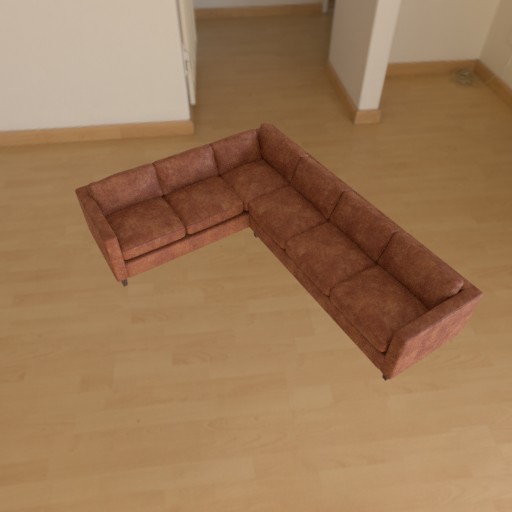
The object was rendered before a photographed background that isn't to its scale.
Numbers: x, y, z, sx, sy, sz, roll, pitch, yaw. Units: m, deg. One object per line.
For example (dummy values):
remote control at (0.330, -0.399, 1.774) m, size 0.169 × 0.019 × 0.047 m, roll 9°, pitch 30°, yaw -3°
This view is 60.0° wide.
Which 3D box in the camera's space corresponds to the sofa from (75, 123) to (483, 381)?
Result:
sofa at (0.000, 0.000, 4.282) m, size 2.438 × 0.838 × 3.150 m, roll -25°, pitch 51°, yaw -22°
